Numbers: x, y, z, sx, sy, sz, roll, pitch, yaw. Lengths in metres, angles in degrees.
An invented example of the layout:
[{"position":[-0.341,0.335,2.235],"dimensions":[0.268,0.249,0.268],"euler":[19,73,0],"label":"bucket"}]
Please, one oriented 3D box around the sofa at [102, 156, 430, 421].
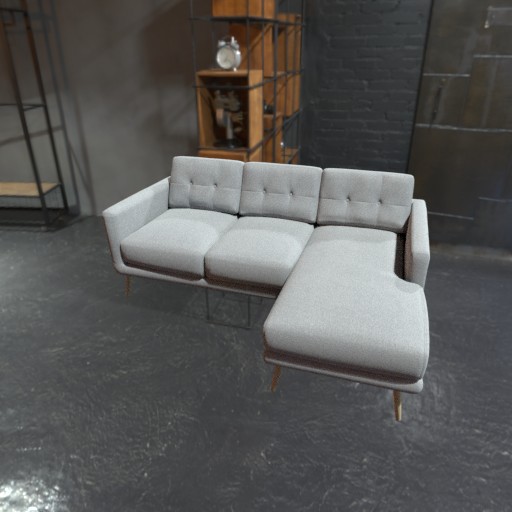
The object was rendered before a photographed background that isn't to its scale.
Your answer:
[{"position":[0.000,0.000,2.800],"dimensions":[2.040,0.860,1.530],"euler":[8,27,16],"label":"sofa"}]
